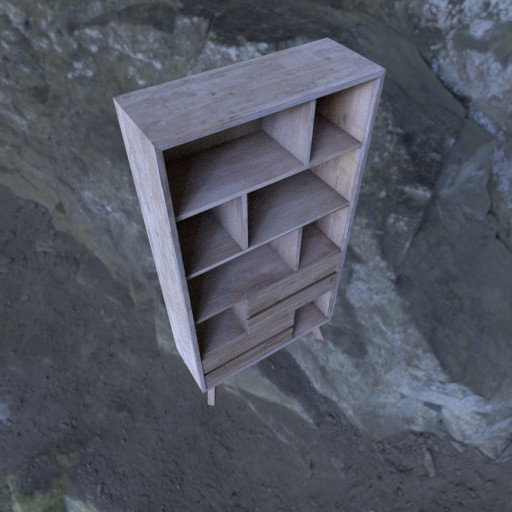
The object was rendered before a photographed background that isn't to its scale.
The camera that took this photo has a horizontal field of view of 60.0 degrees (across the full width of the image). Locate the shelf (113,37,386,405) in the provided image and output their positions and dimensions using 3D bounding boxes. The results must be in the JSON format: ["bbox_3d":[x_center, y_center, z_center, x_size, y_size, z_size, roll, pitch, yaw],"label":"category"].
[{"bbox_3d":[0.000,0.000,1.809,0.748,1.471,0.308,-25,53,-21],"label":"shelf"}]
